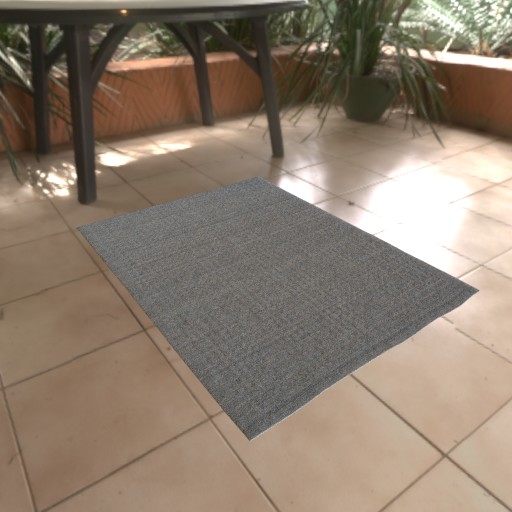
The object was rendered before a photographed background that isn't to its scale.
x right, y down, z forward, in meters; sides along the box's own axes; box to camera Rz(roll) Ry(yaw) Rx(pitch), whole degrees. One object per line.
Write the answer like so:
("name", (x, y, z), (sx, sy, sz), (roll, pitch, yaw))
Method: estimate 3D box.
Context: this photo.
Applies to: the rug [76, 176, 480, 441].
("rug", (0.000, 0.000, 4.256), (2.443, 0.007, 3.200), (-21, 38, -30))
